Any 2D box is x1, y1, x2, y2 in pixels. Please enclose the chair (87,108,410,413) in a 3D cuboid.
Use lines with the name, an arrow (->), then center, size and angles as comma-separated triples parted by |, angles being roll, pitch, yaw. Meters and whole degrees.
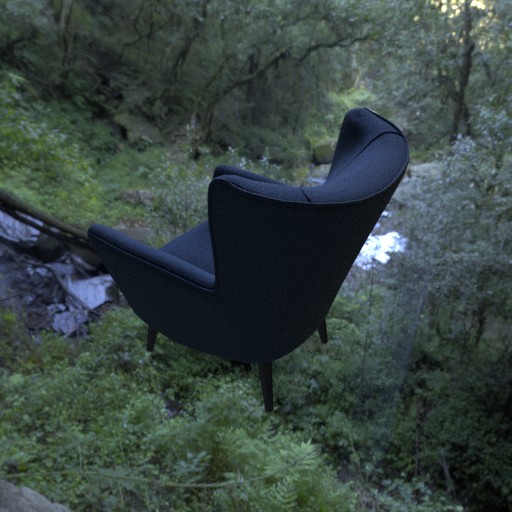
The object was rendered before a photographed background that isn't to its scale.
chair -> 0.000, 0.000, 1.576 | 0.888, 0.933, 0.781 | 21, 38, 29
